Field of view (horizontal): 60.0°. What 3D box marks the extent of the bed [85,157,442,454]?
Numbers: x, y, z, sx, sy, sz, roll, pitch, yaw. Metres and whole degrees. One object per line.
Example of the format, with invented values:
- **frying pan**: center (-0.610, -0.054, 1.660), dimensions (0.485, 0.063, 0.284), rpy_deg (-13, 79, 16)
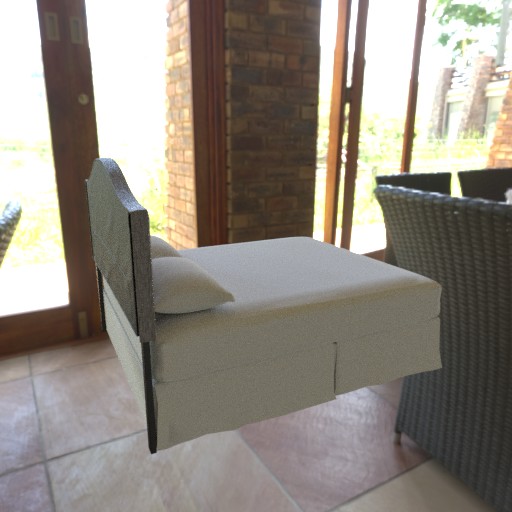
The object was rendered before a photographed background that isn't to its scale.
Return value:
- **bed**: center (0.000, 0.000, 2.915), dimensions (1.870, 1.295, 1.610), rpy_deg (-7, 16, -26)
